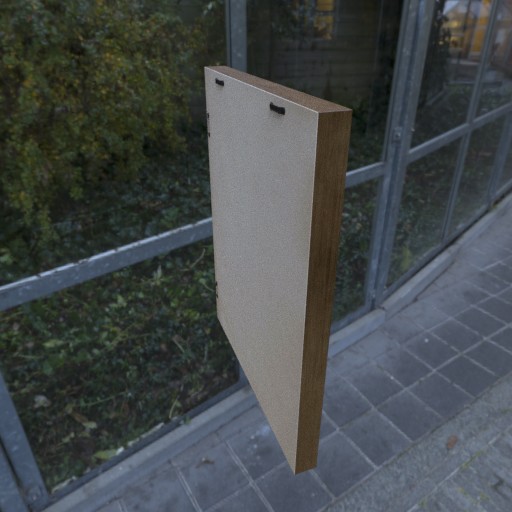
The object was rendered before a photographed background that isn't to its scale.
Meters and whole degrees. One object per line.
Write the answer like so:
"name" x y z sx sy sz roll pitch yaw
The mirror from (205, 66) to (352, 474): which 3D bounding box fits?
"mirror" 0.000 0.000 0.689 0.041 0.508 0.405 -10 30 -18
